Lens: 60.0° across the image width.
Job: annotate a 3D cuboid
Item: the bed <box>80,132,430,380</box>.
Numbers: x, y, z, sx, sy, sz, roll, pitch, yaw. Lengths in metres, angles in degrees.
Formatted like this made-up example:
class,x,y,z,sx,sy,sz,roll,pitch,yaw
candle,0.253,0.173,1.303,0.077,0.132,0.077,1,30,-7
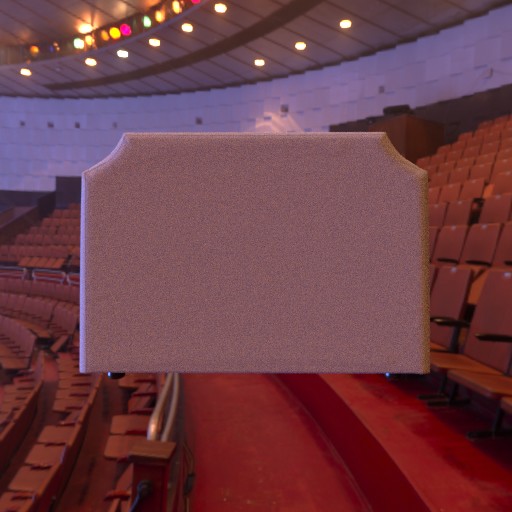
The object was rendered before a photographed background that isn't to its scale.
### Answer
class,x,y,z,sx,sy,sz,roll,pitch,yaw
bed,0.000,0.000,3.360,1.828,1.297,2.164,0,0,0
